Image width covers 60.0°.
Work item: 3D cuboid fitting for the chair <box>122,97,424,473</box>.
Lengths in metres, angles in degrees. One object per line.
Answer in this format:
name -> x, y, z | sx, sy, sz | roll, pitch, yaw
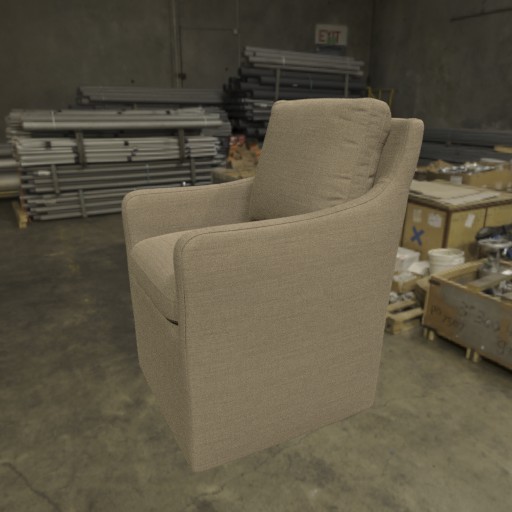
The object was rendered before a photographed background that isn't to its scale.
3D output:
chair -> 0.000, 0.000, 1.359 | 0.694, 0.914, 0.626 | -9, 20, -26
